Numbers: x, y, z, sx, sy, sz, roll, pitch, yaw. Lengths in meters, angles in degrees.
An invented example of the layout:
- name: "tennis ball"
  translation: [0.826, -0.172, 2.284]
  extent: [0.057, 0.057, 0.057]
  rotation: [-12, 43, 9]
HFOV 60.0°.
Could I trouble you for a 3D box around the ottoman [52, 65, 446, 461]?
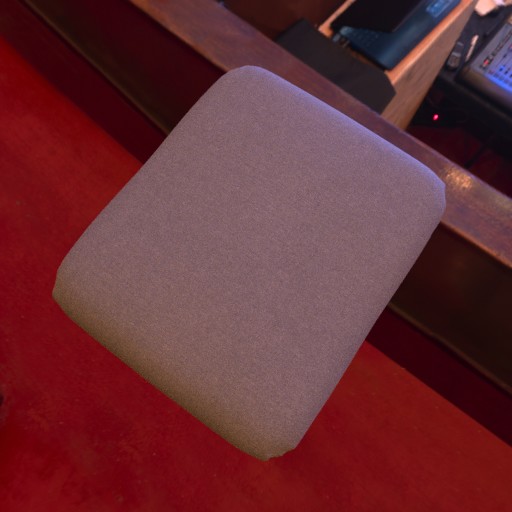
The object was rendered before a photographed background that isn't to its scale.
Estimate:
- name: "ottoman"
  translation: [0.000, 0.000, 1.103]
  extent: [0.622, 0.450, 0.747]
  rotation: [34, 77, 9]
